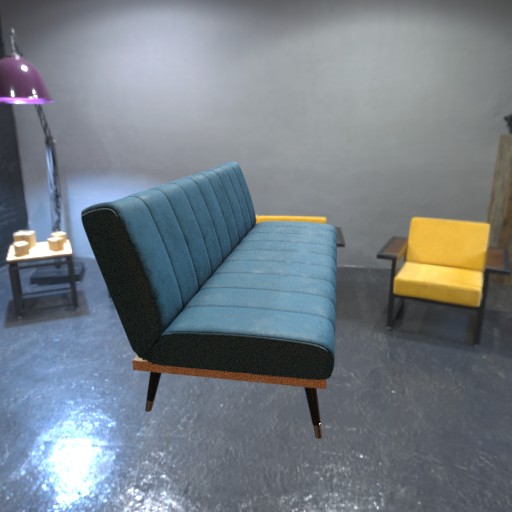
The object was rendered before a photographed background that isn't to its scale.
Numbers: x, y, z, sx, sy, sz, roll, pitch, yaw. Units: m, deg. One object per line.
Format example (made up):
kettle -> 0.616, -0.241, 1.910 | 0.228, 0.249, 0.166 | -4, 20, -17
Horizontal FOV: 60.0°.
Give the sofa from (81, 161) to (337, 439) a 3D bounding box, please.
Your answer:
sofa -> 0.000, 0.000, 2.297 | 0.830, 0.825, 1.810 | 3, 16, 10
